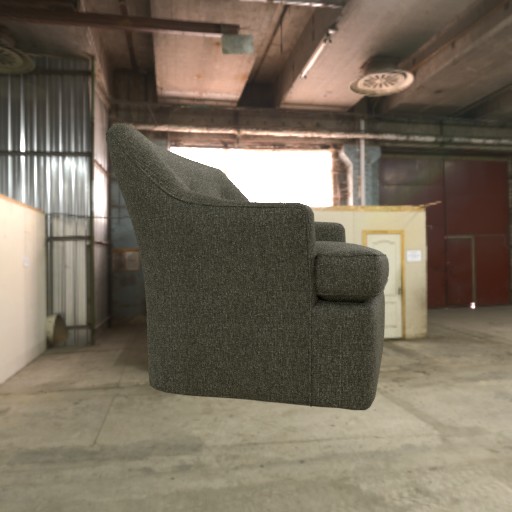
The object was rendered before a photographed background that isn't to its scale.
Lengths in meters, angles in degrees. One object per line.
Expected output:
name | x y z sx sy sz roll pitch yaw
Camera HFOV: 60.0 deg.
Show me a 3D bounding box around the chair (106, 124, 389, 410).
chair | 0.000 0.000 1.621 0.923 0.856 0.864 0 0 18
